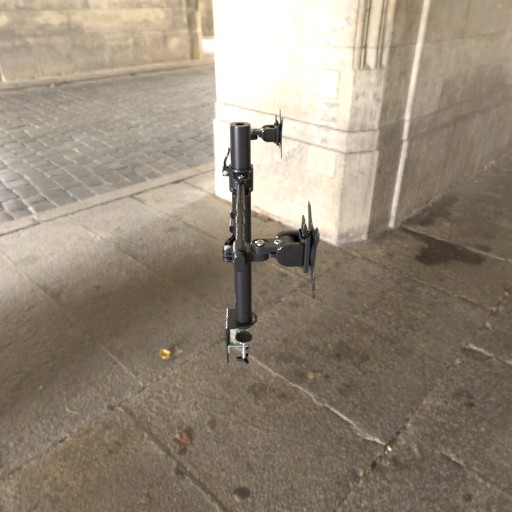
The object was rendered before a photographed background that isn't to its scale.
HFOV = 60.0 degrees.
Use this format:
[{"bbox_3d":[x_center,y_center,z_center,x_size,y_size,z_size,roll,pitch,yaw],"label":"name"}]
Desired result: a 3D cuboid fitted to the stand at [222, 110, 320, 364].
[{"bbox_3d":[0.000,0.000,1.026,0.150,0.603,0.743,-1,30,-1],"label":"stand"}]
